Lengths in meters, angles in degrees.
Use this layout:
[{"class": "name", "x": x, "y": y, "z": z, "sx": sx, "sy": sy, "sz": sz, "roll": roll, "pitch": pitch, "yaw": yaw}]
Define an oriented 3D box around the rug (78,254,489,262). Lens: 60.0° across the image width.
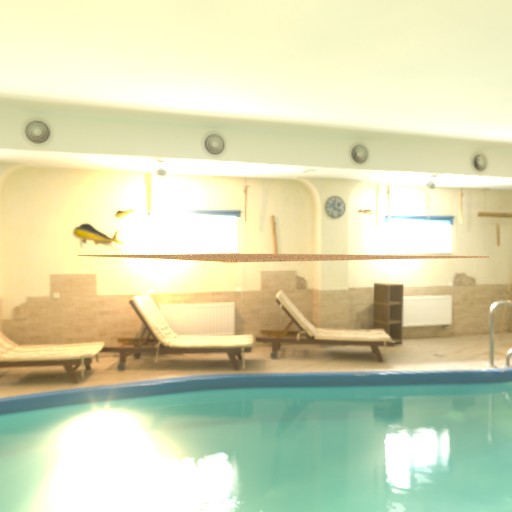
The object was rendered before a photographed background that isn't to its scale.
[{"class": "rug", "x": 0.000, "y": 0.000, "z": 4.073, "sx": 2.439, "sy": 0.013, "sz": 3.048, "roll": -1, "pitch": 1, "yaw": -36}]
